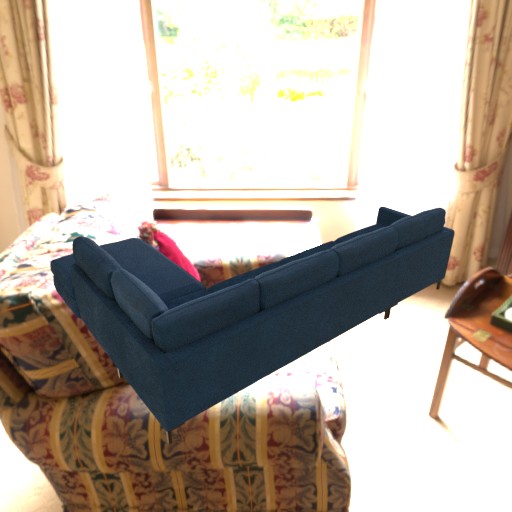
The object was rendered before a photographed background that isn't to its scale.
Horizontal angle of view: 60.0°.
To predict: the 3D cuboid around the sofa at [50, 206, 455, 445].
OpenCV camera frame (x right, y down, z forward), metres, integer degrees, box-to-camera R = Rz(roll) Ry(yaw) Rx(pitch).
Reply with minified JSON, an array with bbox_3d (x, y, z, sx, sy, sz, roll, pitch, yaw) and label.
[{"bbox_3d":[0.000,0.000,3.285,2.486,0.687,1.707,-20,33,-34],"label":"sofa"}]
